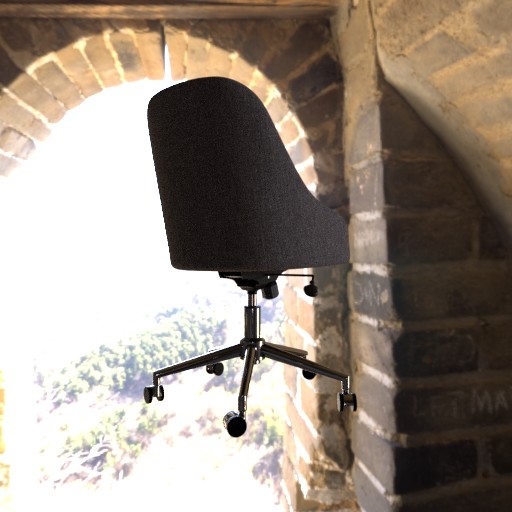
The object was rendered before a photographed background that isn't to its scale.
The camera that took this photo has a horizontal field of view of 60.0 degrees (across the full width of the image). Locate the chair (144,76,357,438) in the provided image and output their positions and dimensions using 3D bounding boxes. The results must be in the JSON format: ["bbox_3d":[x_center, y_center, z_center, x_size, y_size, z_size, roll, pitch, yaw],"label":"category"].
[{"bbox_3d":[0.000,0.000,1.485,0.671,0.950,0.712,0,-1,36],"label":"chair"}]
